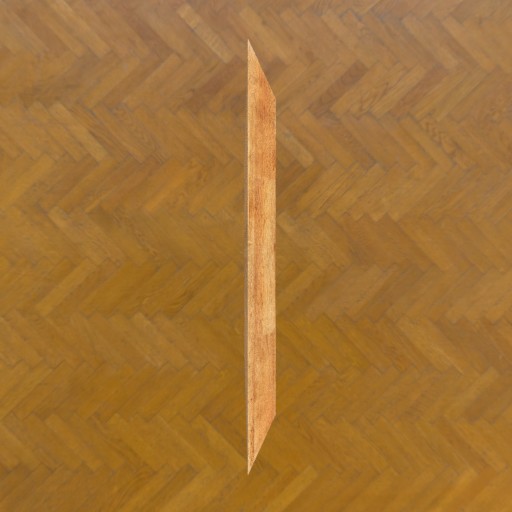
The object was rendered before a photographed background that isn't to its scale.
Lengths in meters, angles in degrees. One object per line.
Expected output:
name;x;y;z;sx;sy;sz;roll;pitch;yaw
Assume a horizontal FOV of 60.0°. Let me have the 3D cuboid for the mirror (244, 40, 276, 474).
mirror;0.000;0.000;0.986;0.047;0.651;0.651;0;90;-2
